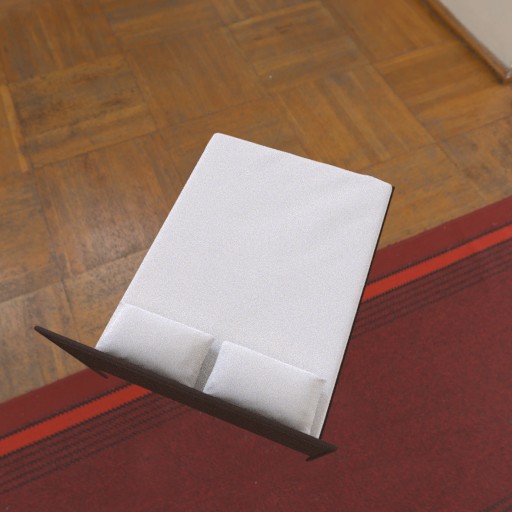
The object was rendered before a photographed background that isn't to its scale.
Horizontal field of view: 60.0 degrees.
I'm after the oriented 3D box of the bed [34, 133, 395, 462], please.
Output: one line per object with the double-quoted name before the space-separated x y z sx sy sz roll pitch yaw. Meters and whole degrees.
"bed" 0.000 0.000 3.056 1.572 1.173 2.122 19 64 9
